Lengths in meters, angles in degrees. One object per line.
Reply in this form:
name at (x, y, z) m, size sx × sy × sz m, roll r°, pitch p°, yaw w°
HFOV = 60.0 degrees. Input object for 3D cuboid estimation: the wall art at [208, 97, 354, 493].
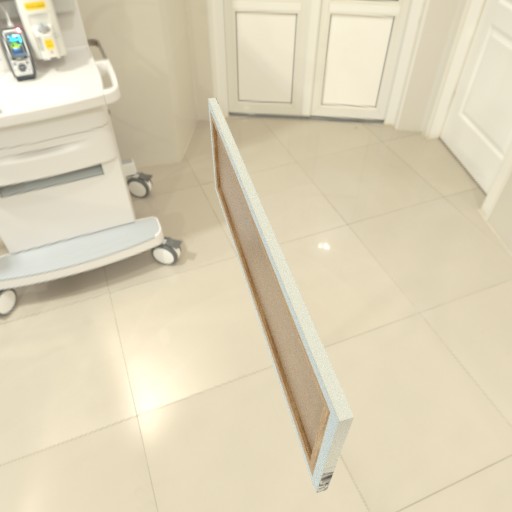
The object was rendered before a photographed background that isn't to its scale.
wall art at (0.000, 0.000, 1.652) m, size 0.039 × 0.507 × 1.520 m, roll -11°, pitch 47°, yaw -10°
